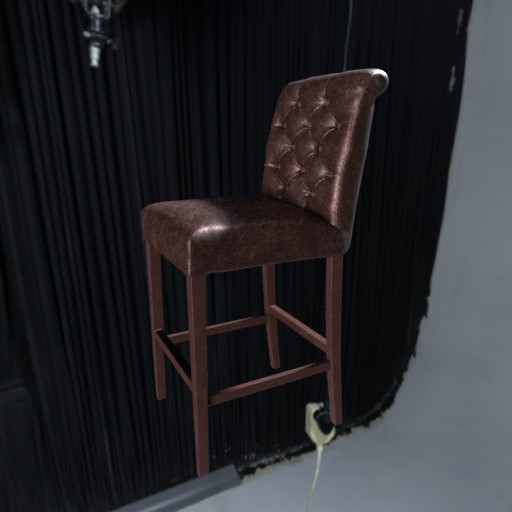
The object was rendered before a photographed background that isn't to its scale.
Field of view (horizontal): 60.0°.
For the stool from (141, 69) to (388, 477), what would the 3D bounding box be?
[{"bbox_3d":[0.000,0.000,1.495,0.659,1.168,0.483,-8,18,-27],"label":"stool"}]
